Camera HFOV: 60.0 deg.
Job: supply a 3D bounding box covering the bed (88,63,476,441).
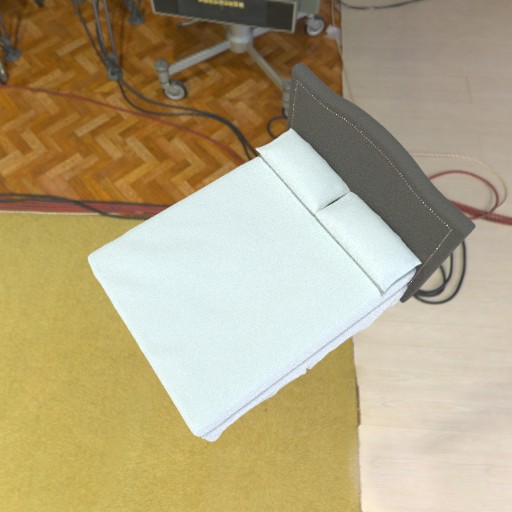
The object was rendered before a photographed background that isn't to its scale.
[{"bbox_3d":[0.000,0.000,3.171,2.036,1.387,1.666,-33,69,-15],"label":"bed"}]
